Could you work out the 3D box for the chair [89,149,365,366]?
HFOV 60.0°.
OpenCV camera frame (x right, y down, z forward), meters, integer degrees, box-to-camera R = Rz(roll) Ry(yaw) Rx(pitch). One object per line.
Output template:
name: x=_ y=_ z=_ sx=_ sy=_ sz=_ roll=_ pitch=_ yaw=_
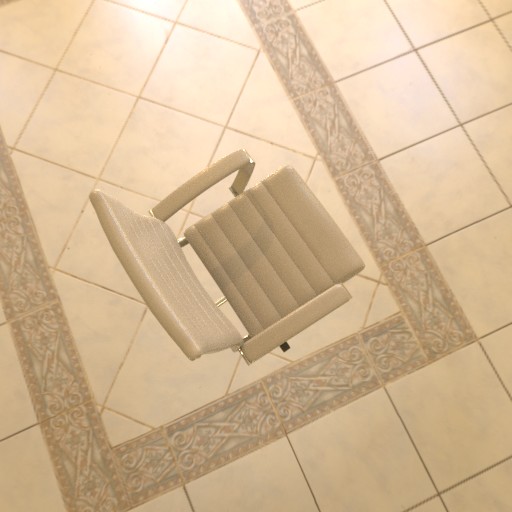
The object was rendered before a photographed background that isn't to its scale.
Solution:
chair: x=0.000 y=0.000 z=1.549 sx=0.667 sy=1.149 sz=0.679 roll=-33 pitch=79 yaw=-7
